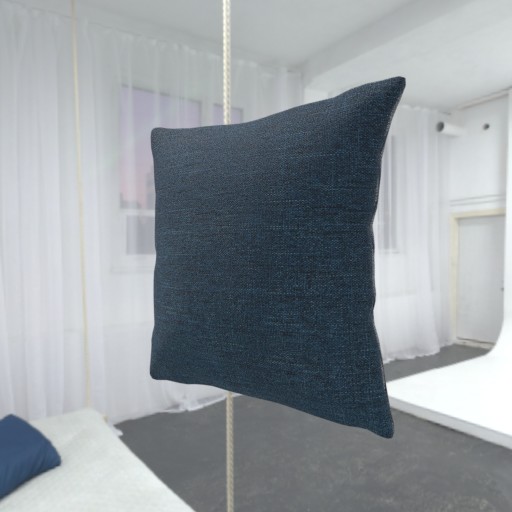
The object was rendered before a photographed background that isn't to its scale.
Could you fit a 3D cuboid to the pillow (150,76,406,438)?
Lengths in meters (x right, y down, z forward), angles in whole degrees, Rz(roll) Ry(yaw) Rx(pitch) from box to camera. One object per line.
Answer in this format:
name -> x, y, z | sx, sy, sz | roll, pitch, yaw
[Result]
pillow -> 0.000, 0.000, 0.651 | 0.435, 0.435, 0.159 | 0, 1, 34
